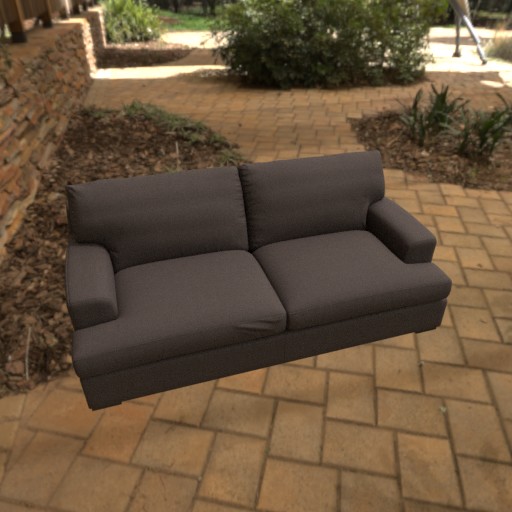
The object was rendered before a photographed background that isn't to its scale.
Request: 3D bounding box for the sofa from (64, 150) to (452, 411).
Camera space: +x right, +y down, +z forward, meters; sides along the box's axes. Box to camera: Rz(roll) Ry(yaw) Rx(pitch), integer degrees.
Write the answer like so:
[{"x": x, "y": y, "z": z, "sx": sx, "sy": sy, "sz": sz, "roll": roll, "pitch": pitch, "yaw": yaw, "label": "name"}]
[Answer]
[{"x": 0.000, "y": 0.000, "z": 2.831, "sx": 2.271, "sy": 0.950, "sz": 1.140, "roll": -10, "pitch": 33, "yaw": -15, "label": "sofa"}]
